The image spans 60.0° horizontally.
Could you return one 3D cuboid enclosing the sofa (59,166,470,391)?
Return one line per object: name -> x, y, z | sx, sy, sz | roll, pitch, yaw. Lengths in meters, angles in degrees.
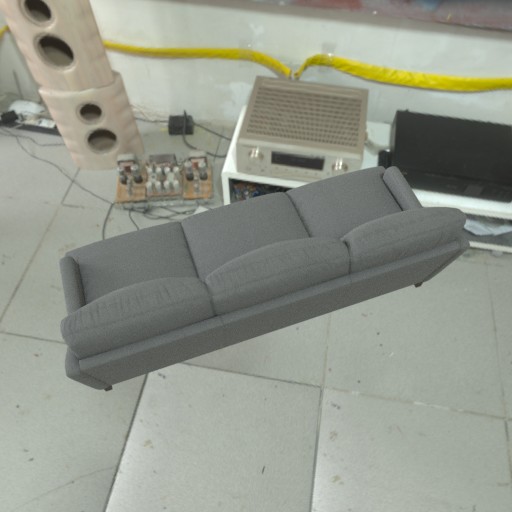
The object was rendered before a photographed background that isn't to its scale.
sofa -> 0.000, 0.000, 2.813 | 2.344, 0.926, 0.987 | -17, 59, -10
